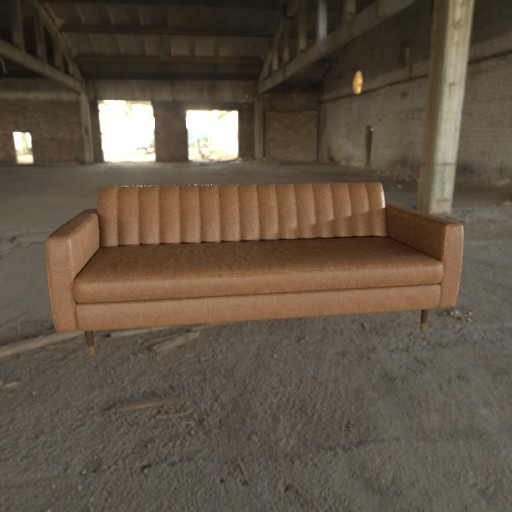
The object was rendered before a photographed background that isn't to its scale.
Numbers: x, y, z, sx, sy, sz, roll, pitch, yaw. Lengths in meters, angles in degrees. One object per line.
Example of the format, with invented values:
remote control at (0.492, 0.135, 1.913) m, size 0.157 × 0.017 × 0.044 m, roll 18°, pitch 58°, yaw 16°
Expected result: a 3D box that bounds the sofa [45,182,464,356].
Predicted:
sofa at (0.000, 0.000, 2.802) m, size 2.291 × 0.821 × 0.990 m, roll -2°, pitch 15°, yaw -9°
